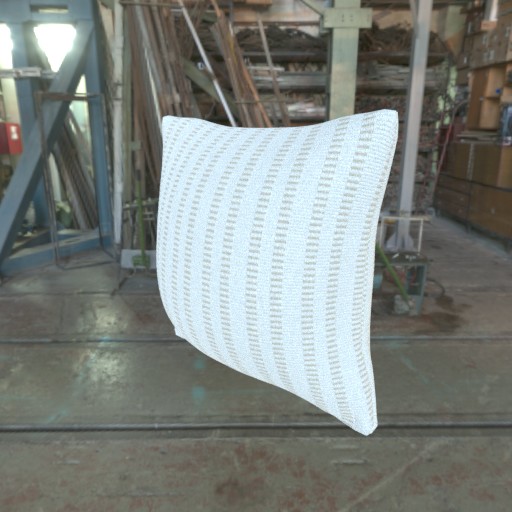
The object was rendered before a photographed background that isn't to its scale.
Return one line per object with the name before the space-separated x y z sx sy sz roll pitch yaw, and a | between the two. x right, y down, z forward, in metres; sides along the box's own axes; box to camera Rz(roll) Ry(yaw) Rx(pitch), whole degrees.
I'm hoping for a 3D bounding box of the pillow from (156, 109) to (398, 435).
pillow | 0.000 0.000 0.681 0.438 0.419 0.247 15 22 42
